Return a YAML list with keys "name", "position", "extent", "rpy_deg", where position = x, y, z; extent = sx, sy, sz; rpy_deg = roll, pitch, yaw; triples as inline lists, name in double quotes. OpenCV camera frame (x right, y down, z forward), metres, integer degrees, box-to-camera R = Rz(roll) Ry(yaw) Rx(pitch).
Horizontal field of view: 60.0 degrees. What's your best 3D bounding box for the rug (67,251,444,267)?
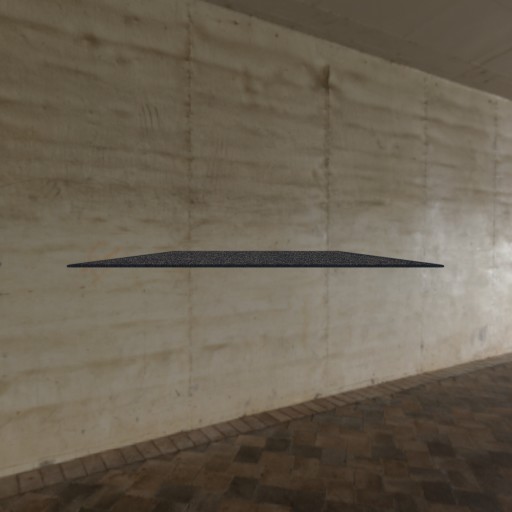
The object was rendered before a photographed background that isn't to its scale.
- name: "rug"
  position: [0.000, 0.000, 2.334]
  extent: [1.219, 0.010, 1.829]
  rpy_deg: [0, 2, 0]
